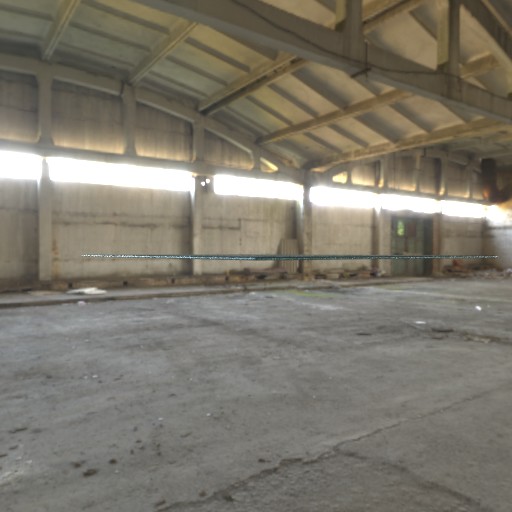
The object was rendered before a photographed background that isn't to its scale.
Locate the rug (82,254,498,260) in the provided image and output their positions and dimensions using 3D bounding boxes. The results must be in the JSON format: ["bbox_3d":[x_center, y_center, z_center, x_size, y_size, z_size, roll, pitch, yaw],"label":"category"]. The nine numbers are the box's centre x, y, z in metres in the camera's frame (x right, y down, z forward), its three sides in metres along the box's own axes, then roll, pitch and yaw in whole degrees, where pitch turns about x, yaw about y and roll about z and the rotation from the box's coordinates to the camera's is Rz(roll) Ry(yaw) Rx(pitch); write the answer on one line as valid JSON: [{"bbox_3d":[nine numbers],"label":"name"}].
[{"bbox_3d":[0.000,0.000,2.772,1.554,0.012,2.205,0,0,-35],"label":"rug"}]
